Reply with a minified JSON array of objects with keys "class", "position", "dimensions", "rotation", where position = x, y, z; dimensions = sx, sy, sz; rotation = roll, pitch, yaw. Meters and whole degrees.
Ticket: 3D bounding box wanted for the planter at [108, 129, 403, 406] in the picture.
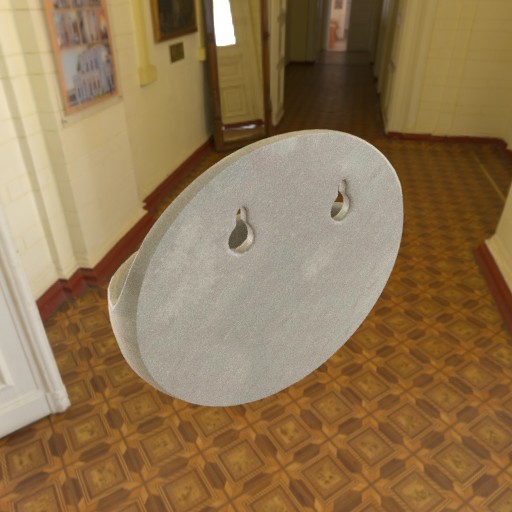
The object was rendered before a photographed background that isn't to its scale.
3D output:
[{"class":"planter","position":[0.000,0.000,0.270],"dimensions":[0.190,0.164,0.073],"rotation":[-19,35,-28]}]
